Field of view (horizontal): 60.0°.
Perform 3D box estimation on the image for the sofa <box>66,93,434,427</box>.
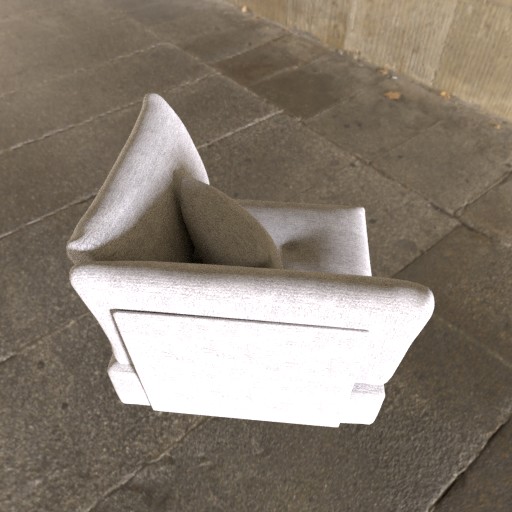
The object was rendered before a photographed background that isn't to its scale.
[{"bbox_3d":[0.000,0.000,1.715,1.000,0.820,1.000,4,47,4],"label":"sofa"}]
